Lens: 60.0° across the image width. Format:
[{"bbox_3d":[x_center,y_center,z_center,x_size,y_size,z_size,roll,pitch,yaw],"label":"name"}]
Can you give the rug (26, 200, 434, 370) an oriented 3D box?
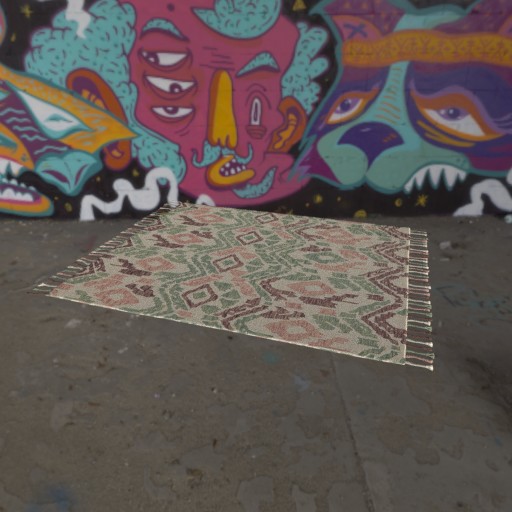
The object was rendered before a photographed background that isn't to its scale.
[{"bbox_3d":[0.000,0.000,4.110,3.048,0.010,2.438,8,27,16],"label":"rug"}]
